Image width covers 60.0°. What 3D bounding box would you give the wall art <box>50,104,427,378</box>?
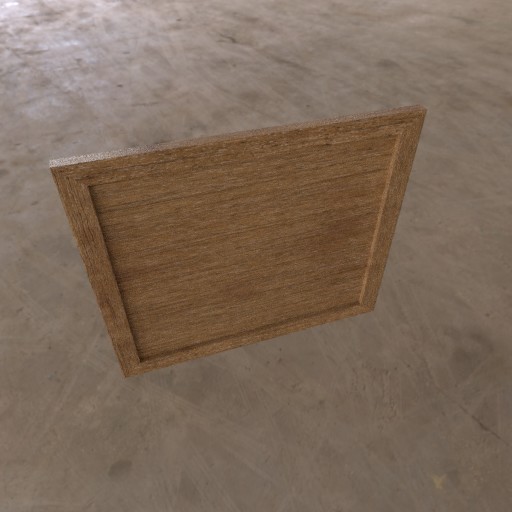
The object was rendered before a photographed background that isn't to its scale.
[{"bbox_3d":[0.000,0.000,0.980,0.690,0.588,0.026,-13,43,-14],"label":"wall art"}]
